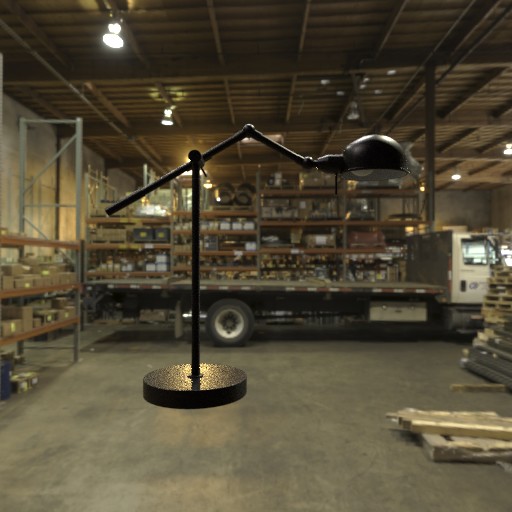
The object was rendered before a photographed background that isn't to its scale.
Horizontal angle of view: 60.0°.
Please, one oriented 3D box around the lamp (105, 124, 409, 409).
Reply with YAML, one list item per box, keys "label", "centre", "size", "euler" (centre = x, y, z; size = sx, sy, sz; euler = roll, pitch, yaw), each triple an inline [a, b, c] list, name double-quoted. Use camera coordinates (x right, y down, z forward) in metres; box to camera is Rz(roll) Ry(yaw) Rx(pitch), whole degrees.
- label: "lamp"
  centre: [0.000, 0.000, 0.807]
  size: [0.567, 0.495, 0.185]
  euler: [0, -1, 0]
